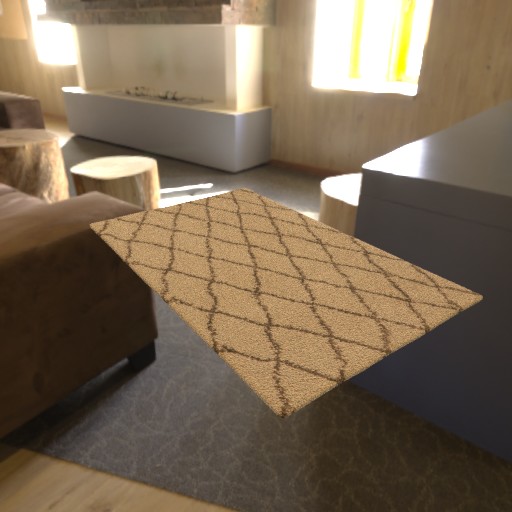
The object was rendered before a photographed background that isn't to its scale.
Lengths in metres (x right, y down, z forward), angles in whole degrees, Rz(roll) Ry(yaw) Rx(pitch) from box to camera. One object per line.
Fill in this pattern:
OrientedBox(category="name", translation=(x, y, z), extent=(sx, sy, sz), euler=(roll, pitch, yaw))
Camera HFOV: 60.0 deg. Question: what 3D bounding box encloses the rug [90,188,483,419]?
OrientedBox(category="rug", translation=(0.000, 0.000, 3.068), extent=(1.524, 0.030, 2.438), euler=(-19, 33, -32))
